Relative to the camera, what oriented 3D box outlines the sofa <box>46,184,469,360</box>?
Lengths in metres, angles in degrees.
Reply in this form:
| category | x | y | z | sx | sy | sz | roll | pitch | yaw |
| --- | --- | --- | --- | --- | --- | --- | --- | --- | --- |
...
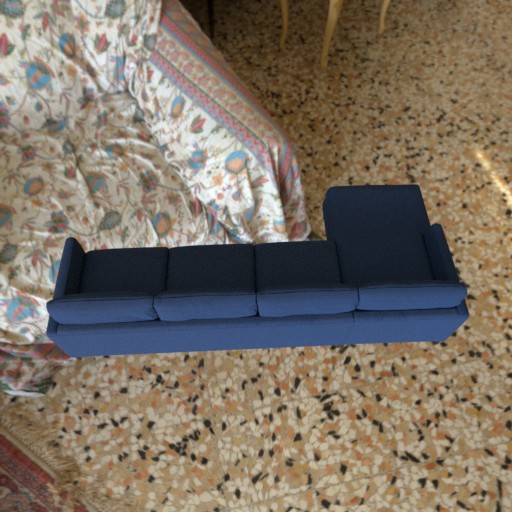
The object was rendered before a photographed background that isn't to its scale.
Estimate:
| category | x | y | z | sx | sy | sz | roll | pitch | yaw |
| --- | --- | --- | --- | --- | --- | --- | --- | --- | --- |
| sofa | 0.000 | 0.000 | 2.922 | 2.450 | 0.679 | 1.128 | -2 | 59 | -1 |
